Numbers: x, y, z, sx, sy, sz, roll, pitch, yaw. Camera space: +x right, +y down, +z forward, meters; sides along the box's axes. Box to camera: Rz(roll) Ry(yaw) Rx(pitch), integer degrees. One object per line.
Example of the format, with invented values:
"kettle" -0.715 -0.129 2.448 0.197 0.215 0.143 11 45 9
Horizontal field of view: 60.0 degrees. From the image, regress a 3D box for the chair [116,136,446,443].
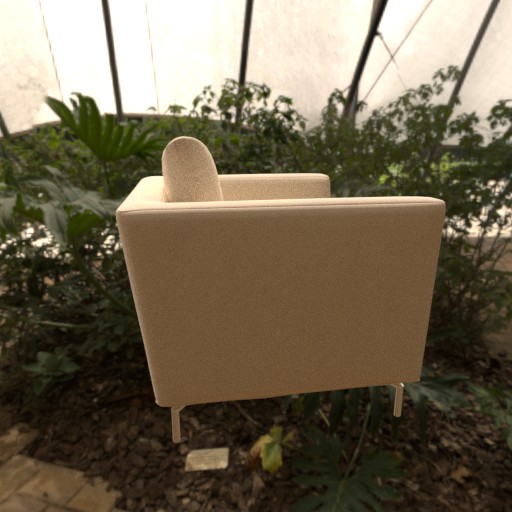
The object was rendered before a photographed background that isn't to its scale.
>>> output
"chair" 0.000 0.000 1.675 0.889 0.865 1.041 -3 15 -10
